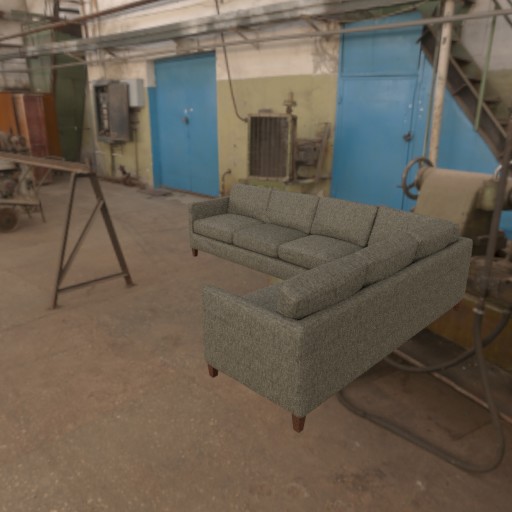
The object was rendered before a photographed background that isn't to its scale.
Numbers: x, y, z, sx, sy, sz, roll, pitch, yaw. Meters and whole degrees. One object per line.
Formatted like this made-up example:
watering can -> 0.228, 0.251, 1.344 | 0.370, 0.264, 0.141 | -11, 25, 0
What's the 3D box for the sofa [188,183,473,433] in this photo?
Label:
sofa -> 0.000, 0.000, 4.495 | 2.593, 0.947, 3.302 | -18, 26, -42
